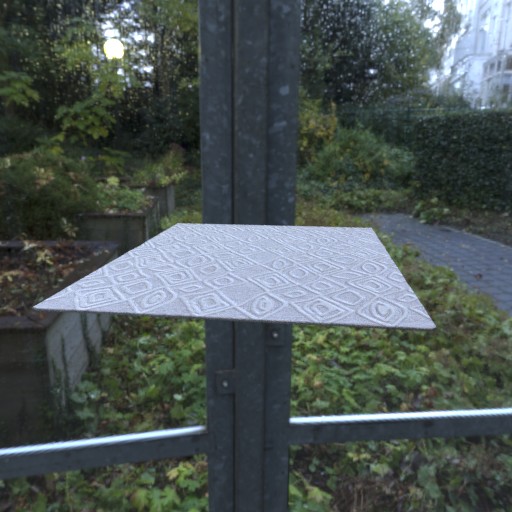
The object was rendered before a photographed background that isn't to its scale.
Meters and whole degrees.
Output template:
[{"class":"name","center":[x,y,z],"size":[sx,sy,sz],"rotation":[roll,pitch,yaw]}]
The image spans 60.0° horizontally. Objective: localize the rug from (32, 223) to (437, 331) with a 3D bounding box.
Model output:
[{"class":"rug","center":[0.000,0.000,4.079],"size":[2.449,0.025,3.049],"rotation":[2,14,7]}]
